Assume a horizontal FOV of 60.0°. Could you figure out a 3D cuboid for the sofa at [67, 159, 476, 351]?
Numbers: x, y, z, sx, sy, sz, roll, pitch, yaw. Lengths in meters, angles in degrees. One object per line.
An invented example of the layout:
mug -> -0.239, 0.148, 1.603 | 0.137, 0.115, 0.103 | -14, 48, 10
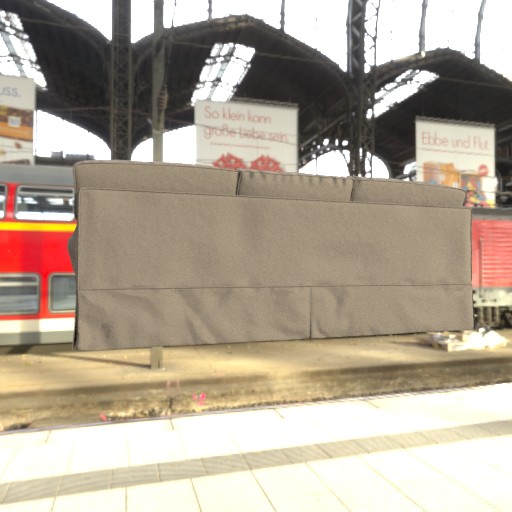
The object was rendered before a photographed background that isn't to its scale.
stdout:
sofa -> 0.000, 0.000, 3.289 | 2.475, 0.978, 1.733 | 0, -2, -18
